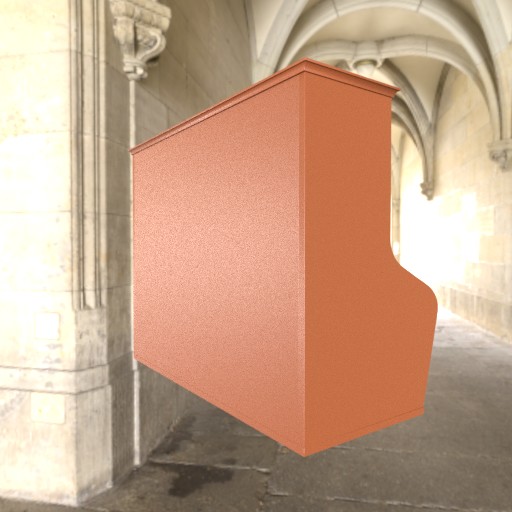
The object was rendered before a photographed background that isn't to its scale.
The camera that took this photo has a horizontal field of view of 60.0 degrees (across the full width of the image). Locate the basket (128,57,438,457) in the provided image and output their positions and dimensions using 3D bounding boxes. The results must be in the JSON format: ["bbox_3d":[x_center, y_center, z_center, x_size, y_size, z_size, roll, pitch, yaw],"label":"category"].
[{"bbox_3d":[0.000,0.000,1.115,0.376,0.625,0.792,-1,1,-35],"label":"basket"}]
